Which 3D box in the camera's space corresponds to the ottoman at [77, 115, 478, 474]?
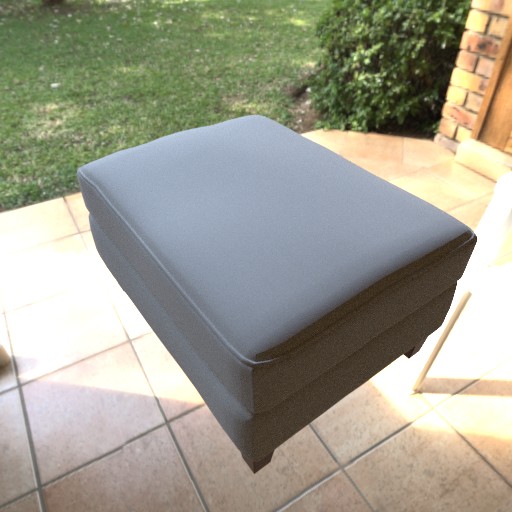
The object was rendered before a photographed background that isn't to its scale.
[{"bbox_3d":[0.000,0.000,1.170,0.634,0.479,0.818,-25,46,-27],"label":"ottoman"}]
